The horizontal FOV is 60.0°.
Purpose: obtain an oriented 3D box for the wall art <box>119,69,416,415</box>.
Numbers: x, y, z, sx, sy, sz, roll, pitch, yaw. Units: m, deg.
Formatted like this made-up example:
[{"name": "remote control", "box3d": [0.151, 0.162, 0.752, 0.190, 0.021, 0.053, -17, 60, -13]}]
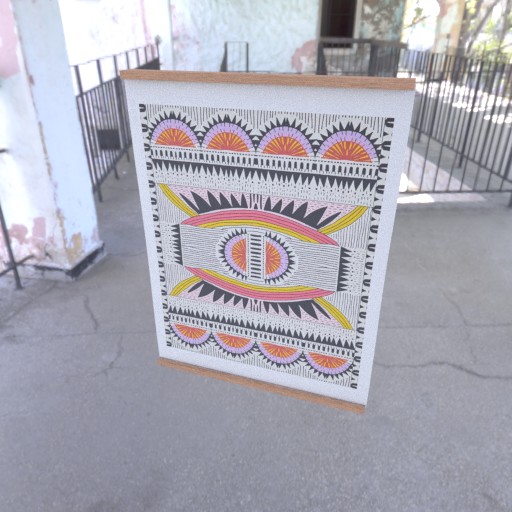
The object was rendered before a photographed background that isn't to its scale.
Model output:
[{"name": "wall art", "box3d": [0.000, 0.000, 0.799, 0.456, 0.609, 0.028, 9, 29, 16]}]
